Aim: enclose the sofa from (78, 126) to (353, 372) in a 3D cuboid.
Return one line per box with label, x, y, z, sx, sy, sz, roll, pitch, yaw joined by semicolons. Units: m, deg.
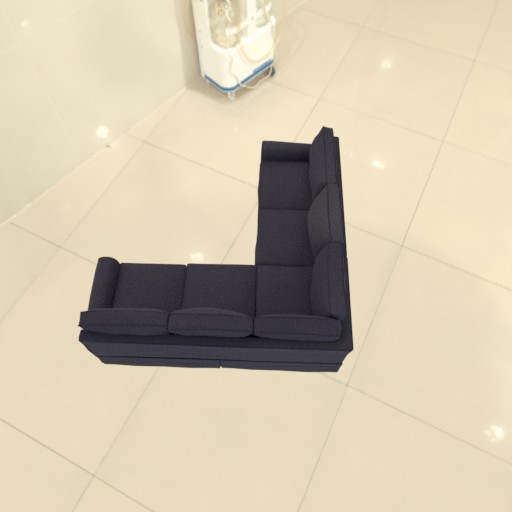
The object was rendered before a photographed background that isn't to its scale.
sofa;0.000;0.000;5.108;2.874;1.169;3.773;30;66;15
